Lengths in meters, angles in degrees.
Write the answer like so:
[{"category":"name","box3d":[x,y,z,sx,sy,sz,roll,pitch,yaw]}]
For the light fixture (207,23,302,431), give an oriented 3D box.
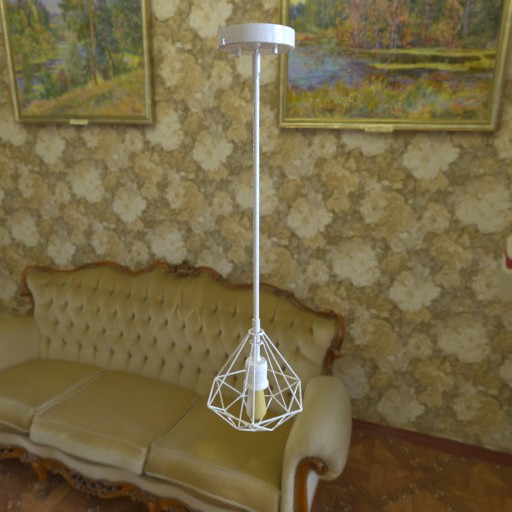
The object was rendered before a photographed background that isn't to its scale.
[{"category":"light fixture","box3d":[0.000,0.000,1.921,0.487,1.764,0.431,-8,17,-26]}]
